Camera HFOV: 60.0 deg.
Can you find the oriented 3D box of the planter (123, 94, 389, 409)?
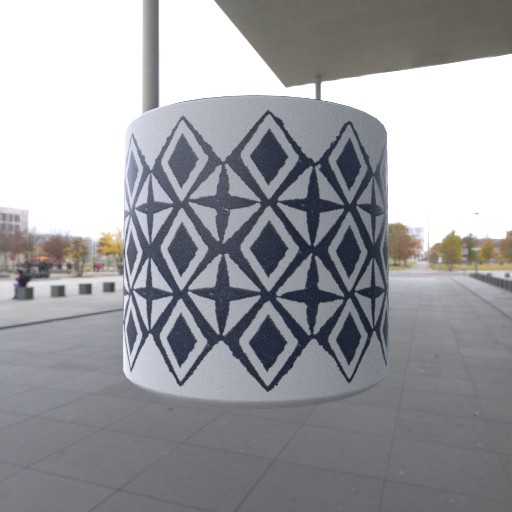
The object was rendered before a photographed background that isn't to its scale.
[{"bbox_3d":[0.000,0.000,0.391,0.224,0.203,0.224,0,-1,0],"label":"planter"}]
